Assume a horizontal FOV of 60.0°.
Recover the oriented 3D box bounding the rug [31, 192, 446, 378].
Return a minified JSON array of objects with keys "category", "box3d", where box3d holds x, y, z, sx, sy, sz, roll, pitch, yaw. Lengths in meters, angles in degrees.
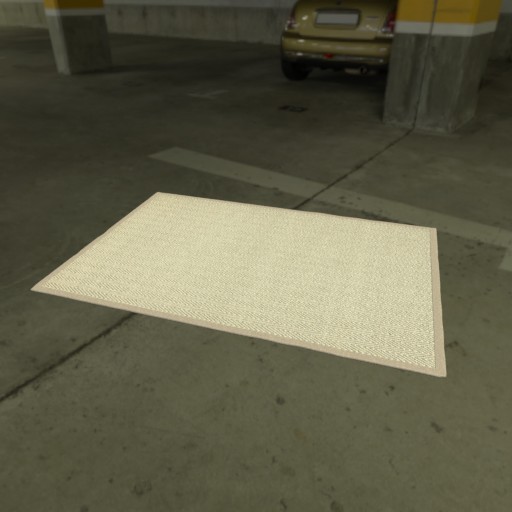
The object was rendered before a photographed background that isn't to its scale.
[{"category":"rug","box3d":[0.000,0.000,2.923,2.290,0.021,1.540,9,32,15]}]
